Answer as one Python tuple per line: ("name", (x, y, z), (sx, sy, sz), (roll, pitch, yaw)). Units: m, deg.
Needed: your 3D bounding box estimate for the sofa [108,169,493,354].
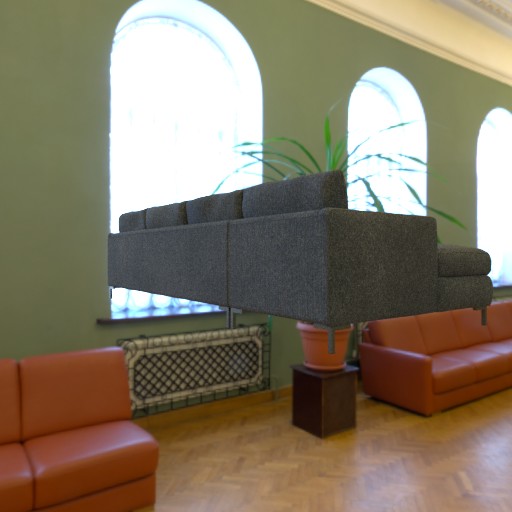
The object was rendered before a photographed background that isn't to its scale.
("sofa", (0.000, 0.000, 3.381), (1.350, 0.810, 2.932), (0, 0, -36))
